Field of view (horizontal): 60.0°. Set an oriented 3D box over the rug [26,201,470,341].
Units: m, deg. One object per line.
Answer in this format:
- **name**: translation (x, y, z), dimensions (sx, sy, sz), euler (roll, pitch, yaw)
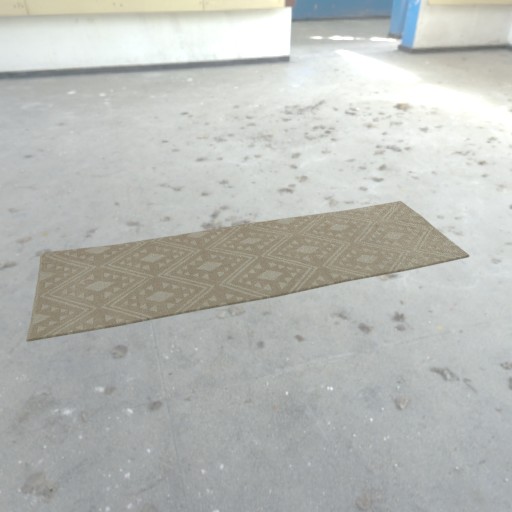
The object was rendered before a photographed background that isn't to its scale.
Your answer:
- **rug**: translation (0.000, 0.000, 2.646), dimensions (2.452, 0.051, 0.752), euler (-10, 35, -14)
